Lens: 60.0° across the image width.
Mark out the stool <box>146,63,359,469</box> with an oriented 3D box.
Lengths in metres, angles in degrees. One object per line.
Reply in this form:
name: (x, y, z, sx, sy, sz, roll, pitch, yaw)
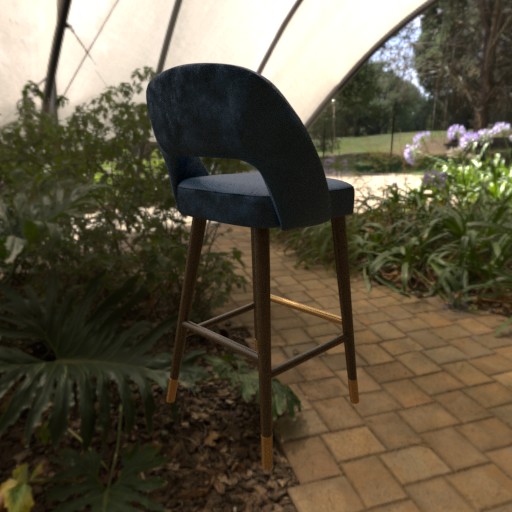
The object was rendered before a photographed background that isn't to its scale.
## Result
stool: (0.000, 0.000, 1.329, 0.514, 1.016, 0.515, 14, 20, 43)
